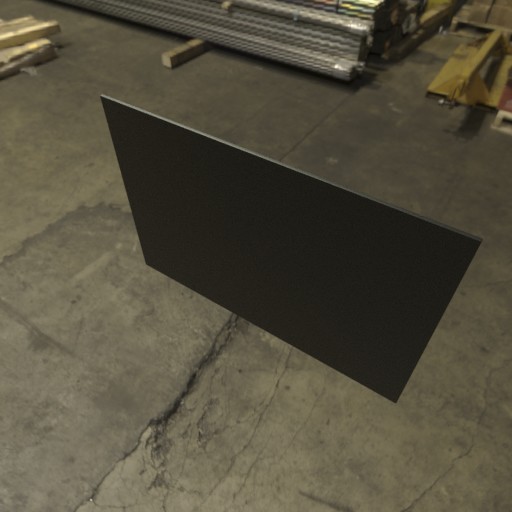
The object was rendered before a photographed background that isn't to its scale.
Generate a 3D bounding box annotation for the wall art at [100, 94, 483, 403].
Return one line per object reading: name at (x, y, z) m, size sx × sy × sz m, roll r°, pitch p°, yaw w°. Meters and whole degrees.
wall art at (0.000, 0.000, 1.493) m, size 1.192 × 0.811 × 0.013 m, roll 26°, pitch 52°, yaw 22°
